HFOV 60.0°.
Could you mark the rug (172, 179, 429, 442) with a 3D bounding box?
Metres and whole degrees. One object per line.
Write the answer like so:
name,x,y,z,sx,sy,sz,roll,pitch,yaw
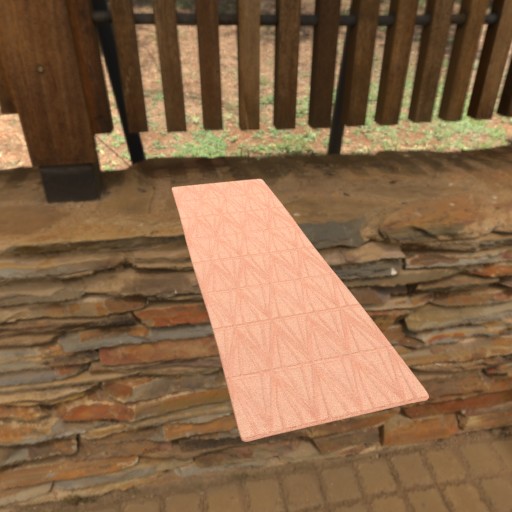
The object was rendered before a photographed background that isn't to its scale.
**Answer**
rug,0.000,0.000,2.640,0.760,0.015,2.435,-8,32,-13
